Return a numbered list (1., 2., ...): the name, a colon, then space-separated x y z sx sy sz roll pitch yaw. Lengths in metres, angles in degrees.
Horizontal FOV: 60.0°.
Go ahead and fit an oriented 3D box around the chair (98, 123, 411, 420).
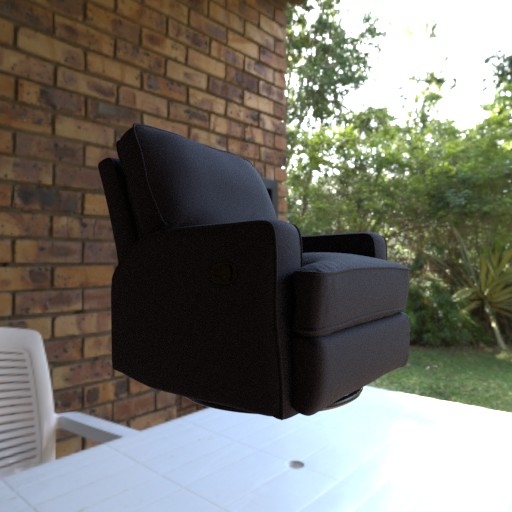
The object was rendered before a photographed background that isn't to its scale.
1. chair: 0.000 0.000 1.697 0.964 0.962 0.861 0 -1 36
